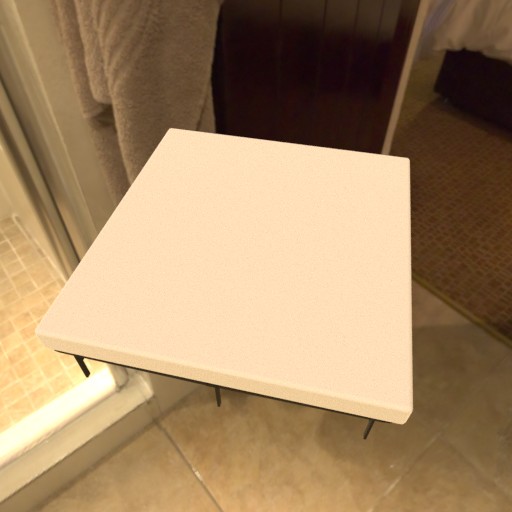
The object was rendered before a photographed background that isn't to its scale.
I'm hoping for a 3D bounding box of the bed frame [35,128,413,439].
[{"bbox_3d":[0.000,0.000,3.019,1.935,0.525,2.033,9,48,9],"label":"bed frame"}]
